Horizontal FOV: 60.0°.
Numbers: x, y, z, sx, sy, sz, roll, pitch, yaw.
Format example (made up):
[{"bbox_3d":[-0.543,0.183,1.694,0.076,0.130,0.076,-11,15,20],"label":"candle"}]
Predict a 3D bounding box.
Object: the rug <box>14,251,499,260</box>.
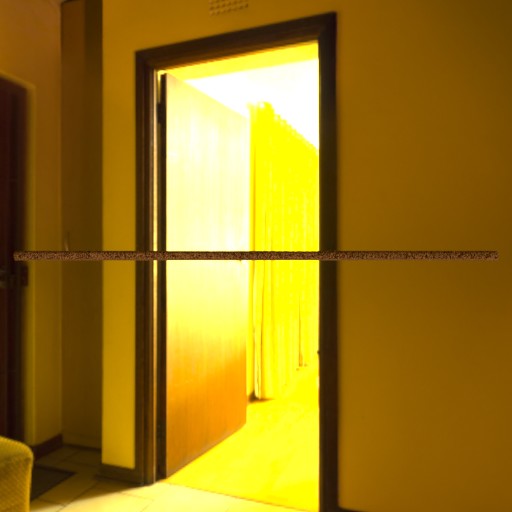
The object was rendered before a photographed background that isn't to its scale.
[{"bbox_3d":[0.000,0.000,1.685,1.524,0.030,0.609,0,0,0],"label":"rug"}]
